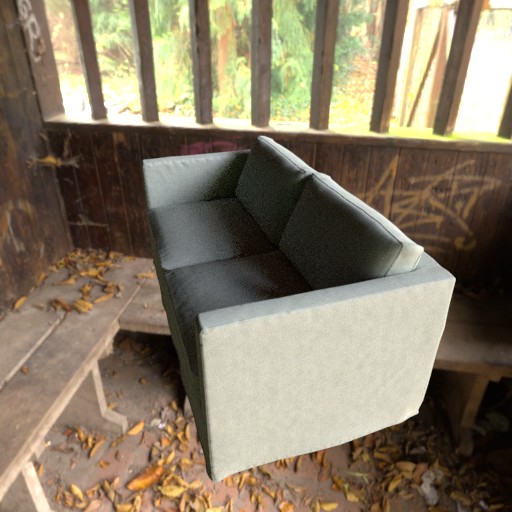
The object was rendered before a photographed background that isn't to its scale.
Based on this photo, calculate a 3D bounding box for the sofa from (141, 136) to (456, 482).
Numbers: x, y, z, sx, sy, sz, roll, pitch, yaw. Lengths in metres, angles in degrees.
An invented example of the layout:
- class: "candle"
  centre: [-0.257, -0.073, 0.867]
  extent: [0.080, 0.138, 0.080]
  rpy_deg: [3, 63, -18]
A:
- class: "sofa"
  centre: [0.000, 0.000, 2.256]
  extent: [0.944, 0.830, 1.727]
  rpy_deg: [-9, 31, -16]
